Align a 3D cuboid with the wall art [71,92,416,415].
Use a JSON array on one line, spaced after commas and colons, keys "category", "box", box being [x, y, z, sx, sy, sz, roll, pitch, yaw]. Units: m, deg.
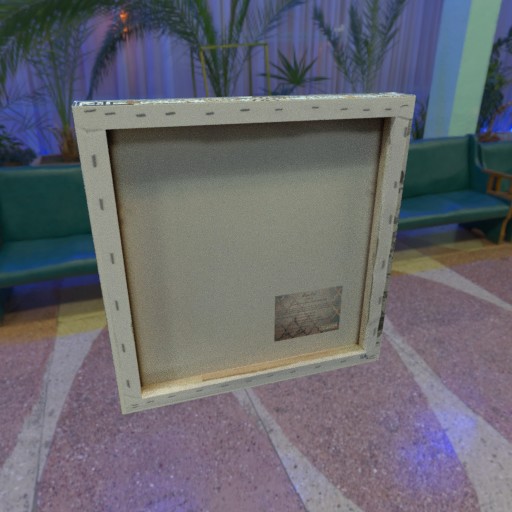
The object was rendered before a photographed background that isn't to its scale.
[{"category": "wall art", "box": [0.000, 0.000, 0.453, 0.302, 0.306, 0.038, -7, 26, -16]}]
